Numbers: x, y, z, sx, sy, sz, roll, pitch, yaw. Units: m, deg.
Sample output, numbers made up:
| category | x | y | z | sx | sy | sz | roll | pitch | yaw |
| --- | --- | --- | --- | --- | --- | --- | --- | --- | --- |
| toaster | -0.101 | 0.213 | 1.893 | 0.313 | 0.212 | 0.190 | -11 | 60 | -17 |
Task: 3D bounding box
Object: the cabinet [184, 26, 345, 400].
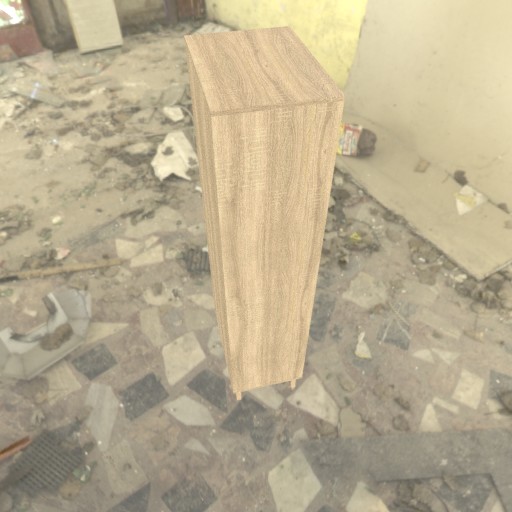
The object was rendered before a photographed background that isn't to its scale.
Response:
| category | x | y | z | sx | sy | sz | roll | pitch | yaw |
| --- | --- | --- | --- | --- | --- | --- | --- | --- | --- |
| cabinet | 0.000 | 0.000 | 2.128 | 0.400 | 1.850 | 0.570 | -10 | 47 | -9 |
